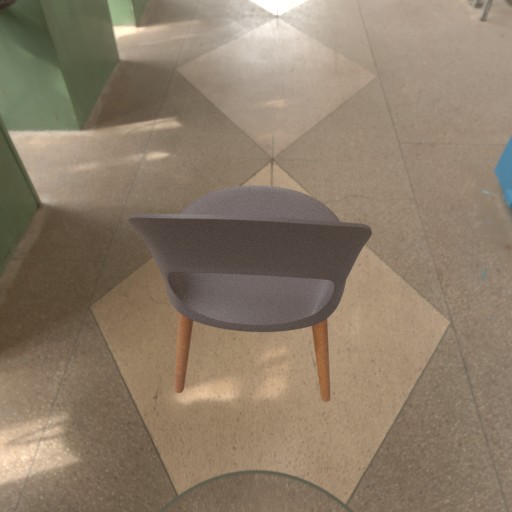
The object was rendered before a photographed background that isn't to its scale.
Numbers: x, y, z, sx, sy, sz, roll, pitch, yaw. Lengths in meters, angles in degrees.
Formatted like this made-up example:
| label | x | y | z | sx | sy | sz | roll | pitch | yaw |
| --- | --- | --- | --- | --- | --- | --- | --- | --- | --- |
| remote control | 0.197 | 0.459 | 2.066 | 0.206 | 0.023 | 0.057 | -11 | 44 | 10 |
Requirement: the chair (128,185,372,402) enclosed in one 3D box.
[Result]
| label | x | y | z | sx | sy | sz | roll | pitch | yaw |
| --- | --- | --- | --- | --- | --- | --- | --- | --- | --- |
| chair | 0.000 | 0.000 | 1.139 | 0.470 | 0.794 | 0.556 | 3 | 48 | 2 |
